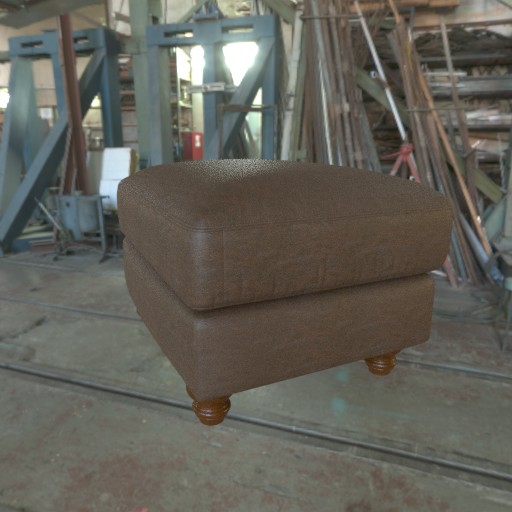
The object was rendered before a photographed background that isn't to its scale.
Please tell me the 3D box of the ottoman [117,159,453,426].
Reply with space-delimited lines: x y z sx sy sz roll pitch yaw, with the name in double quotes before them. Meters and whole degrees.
"ottoman" 0.000 0.000 1.210 0.635 0.508 0.787 -7 17 -25
